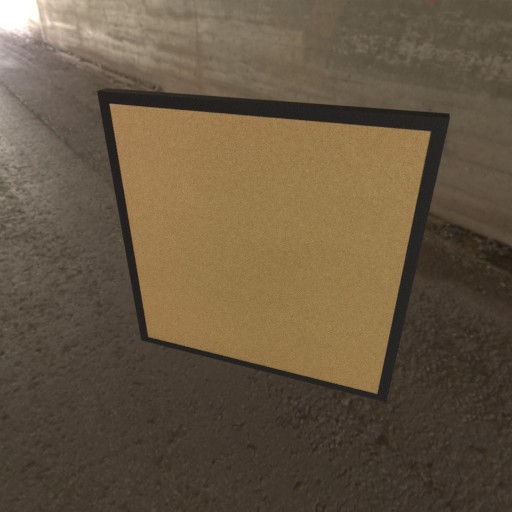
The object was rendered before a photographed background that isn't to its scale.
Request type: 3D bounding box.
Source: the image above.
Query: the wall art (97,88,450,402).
[{"bbox_3d":[0.000,0.000,1.127,0.762,0.760,0.037,10,33,16],"label":"wall art"}]
